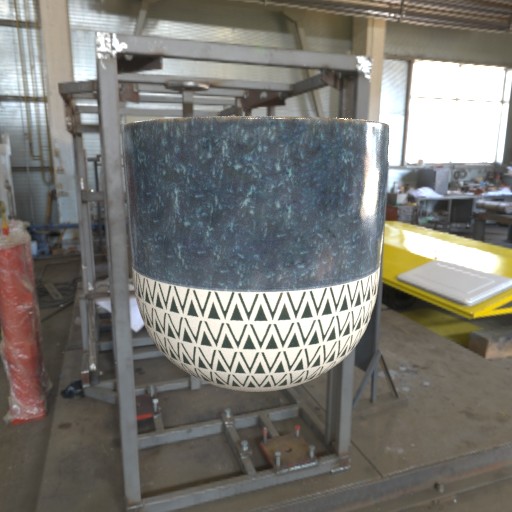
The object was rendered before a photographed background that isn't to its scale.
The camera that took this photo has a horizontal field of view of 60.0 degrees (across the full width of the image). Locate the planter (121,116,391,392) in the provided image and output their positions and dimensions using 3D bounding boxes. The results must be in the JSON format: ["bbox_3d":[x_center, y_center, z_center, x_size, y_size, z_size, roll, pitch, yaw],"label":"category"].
[{"bbox_3d":[0.000,0.000,0.484,0.266,0.270,0.266,0,13,0],"label":"planter"}]
